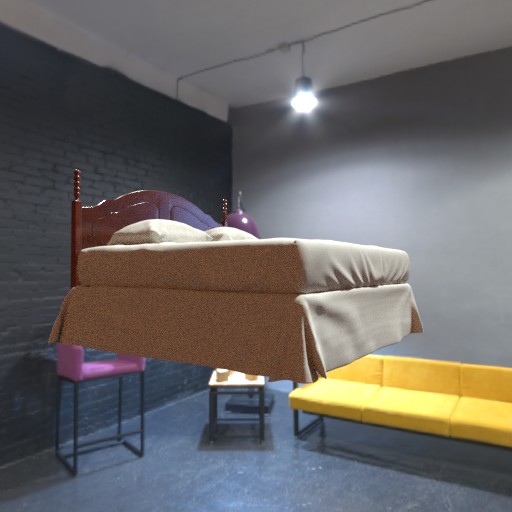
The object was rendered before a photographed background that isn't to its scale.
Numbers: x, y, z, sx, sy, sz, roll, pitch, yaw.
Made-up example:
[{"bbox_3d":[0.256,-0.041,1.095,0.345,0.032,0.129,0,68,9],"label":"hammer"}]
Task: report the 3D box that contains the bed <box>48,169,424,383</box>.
[{"bbox_3d":[0.000,0.000,3.636,2.219,1.355,2.322,-1,-2,35],"label":"bed"}]
